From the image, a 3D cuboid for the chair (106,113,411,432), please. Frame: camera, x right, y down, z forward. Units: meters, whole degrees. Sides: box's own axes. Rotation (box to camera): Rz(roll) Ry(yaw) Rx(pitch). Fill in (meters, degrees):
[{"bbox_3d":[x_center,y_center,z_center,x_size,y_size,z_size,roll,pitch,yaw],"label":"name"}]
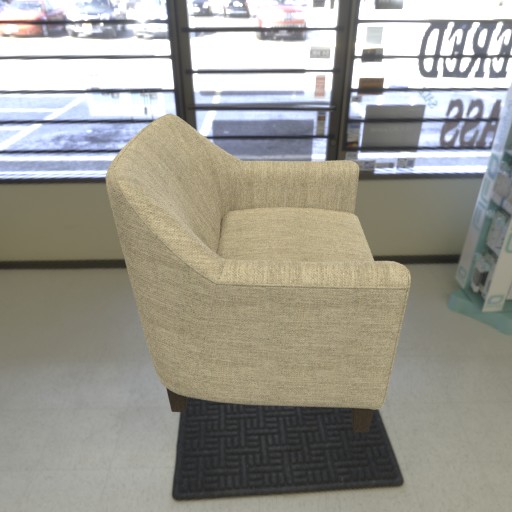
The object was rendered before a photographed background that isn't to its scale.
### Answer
[{"bbox_3d":[0.000,0.000,1.438,0.758,0.761,0.796,1,31,1],"label":"chair"}]
